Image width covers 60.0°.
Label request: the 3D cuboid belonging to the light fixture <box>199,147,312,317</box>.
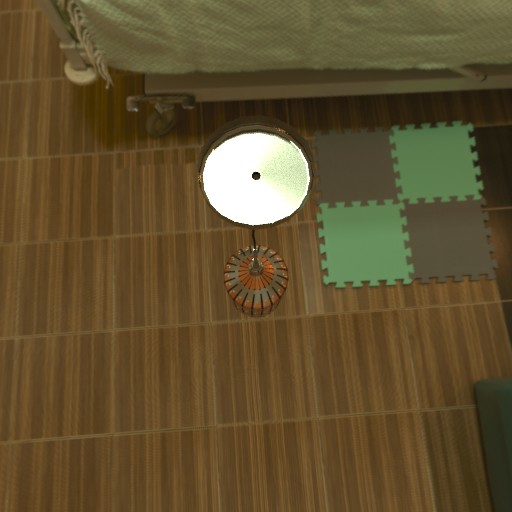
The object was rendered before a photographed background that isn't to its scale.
[{"bbox_3d":[0.000,0.000,1.675,0.303,1.535,0.303,0,76,0],"label":"light fixture"}]
